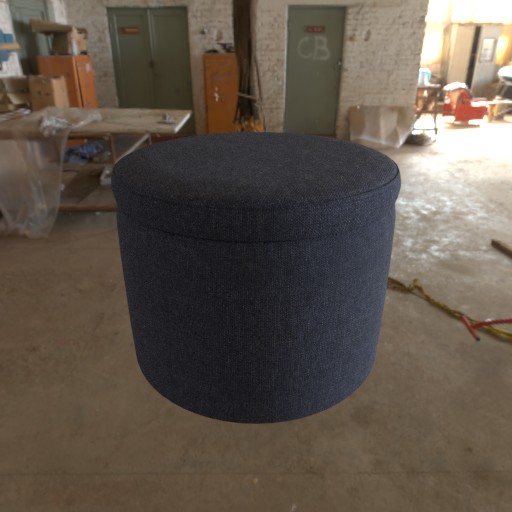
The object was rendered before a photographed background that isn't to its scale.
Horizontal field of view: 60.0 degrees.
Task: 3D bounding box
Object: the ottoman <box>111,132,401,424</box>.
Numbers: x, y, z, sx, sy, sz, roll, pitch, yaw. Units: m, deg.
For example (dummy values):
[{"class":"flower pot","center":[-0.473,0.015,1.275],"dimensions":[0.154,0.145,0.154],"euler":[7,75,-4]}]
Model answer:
[{"class":"ottoman","center":[0.000,0.000,0.900],"dimensions":[0.520,0.430,0.520],"euler":[0,26,0]}]
